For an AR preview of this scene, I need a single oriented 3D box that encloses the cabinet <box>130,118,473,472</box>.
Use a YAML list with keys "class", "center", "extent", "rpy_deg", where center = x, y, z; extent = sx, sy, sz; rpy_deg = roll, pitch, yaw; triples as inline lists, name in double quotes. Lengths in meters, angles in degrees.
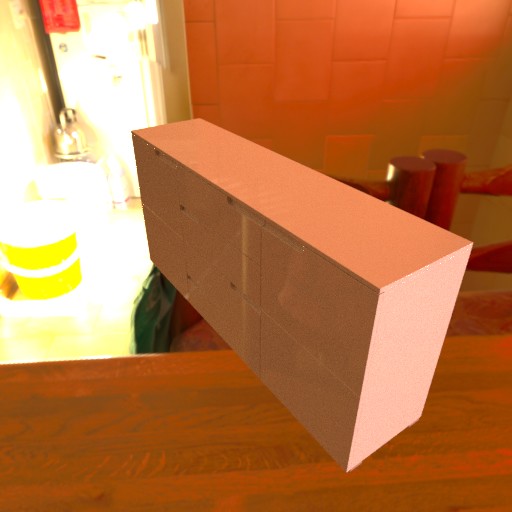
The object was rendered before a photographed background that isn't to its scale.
- class: "cabinet"
  center: [0.000, 0.000, 1.986]
  extent: [0.400, 0.800, 1.650]
  rpy_deg: [-20, 38, -29]
